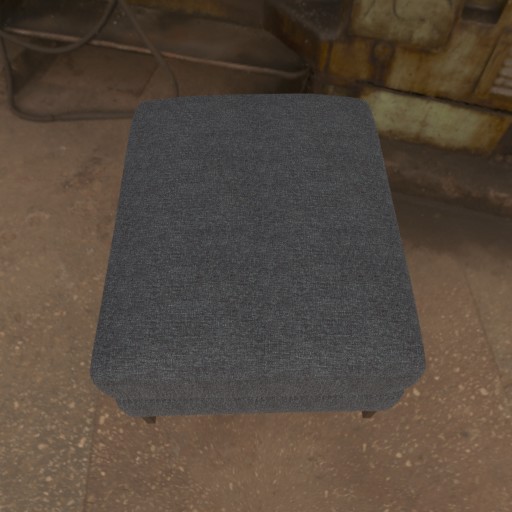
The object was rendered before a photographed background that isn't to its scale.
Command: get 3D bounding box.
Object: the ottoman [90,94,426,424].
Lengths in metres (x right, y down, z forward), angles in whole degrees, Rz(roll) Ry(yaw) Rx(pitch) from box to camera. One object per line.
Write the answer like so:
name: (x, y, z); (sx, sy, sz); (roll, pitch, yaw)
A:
ottoman: (0.000, 0.000, 1.262); (0.695, 0.533, 0.831); (-1, 59, -1)
